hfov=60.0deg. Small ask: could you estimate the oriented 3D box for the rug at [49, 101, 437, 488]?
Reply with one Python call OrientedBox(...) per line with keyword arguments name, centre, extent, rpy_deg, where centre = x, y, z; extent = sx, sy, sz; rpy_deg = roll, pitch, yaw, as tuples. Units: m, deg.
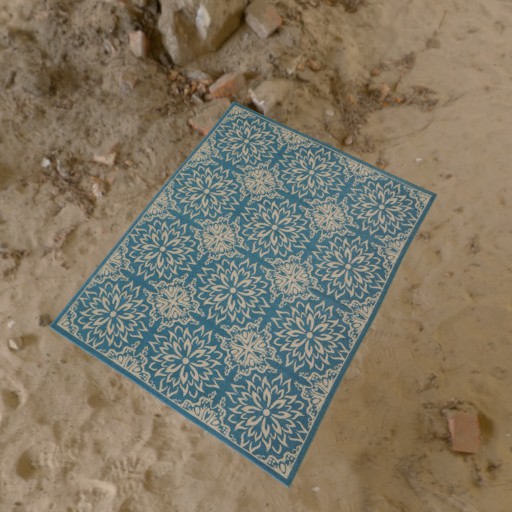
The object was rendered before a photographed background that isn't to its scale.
OrientedBox(name="rug", centre=(0.000, 0.000, 4.035), extent=(2.350, 0.018, 2.964), rpy_deg=(28, 68, 13))
